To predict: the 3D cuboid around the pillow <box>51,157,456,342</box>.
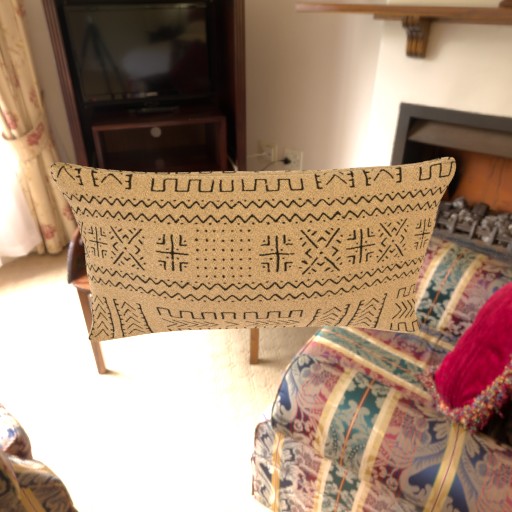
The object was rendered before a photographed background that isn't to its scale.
[{"bbox_3d":[0.000,0.000,0.777,0.637,0.352,0.188,-1,31,-2],"label":"pillow"}]
